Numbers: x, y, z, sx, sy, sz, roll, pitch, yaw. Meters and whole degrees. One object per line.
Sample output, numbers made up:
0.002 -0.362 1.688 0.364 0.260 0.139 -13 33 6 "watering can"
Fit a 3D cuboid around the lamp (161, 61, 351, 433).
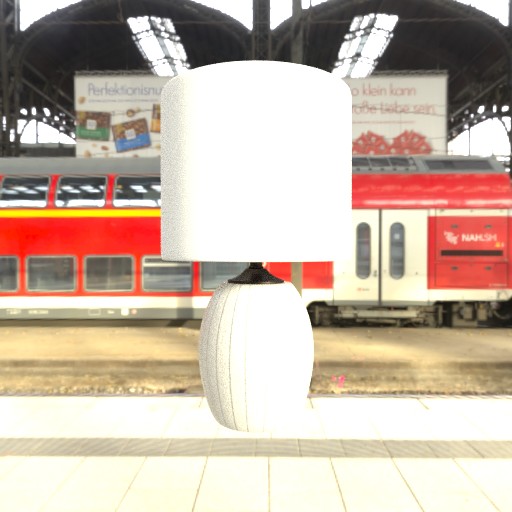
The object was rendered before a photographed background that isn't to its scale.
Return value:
0.000 0.000 0.783 0.328 0.570 0.328 0 1 0 "lamp"
